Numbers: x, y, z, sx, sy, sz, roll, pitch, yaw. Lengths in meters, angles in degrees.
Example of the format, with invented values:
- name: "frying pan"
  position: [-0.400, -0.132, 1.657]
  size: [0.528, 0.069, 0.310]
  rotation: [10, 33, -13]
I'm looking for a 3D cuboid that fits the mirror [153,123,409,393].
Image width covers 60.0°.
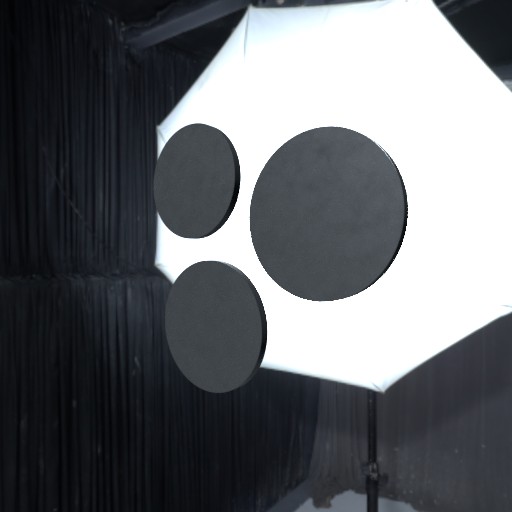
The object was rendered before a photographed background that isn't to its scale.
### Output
- name: "mirror"
  position: [0.000, 0.000, 3.181]
  size: [2.160, 2.096, 0.076]
  rotation: [0, 0, 37]
